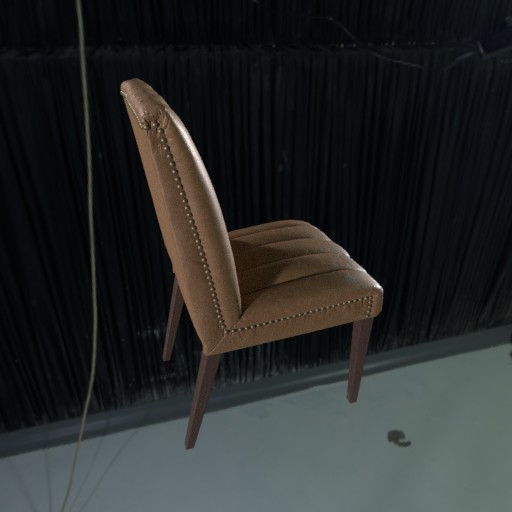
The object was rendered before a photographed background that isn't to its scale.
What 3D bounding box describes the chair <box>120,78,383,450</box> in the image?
[{"bbox_3d":[0.000,0.000,1.377,0.647,1.016,0.511,-10,30,-17],"label":"chair"}]
